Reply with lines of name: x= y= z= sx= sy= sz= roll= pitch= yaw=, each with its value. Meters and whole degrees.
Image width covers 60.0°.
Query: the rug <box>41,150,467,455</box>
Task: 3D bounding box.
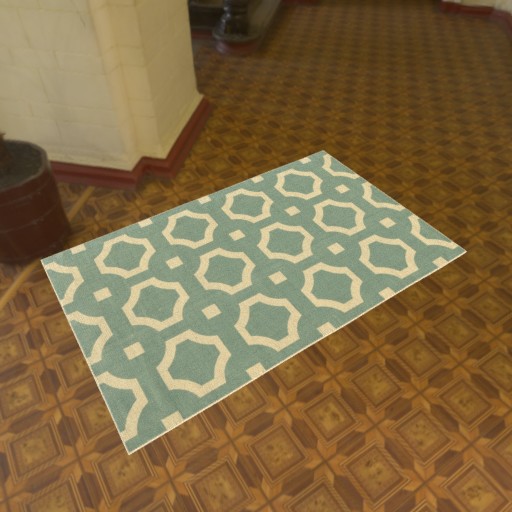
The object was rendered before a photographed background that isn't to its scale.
rug: x=0.000 y=0.000 z=2.992 sx=2.443 sy=0.015 sz=1.528 roll=-25 pitch=50 yaw=-23
